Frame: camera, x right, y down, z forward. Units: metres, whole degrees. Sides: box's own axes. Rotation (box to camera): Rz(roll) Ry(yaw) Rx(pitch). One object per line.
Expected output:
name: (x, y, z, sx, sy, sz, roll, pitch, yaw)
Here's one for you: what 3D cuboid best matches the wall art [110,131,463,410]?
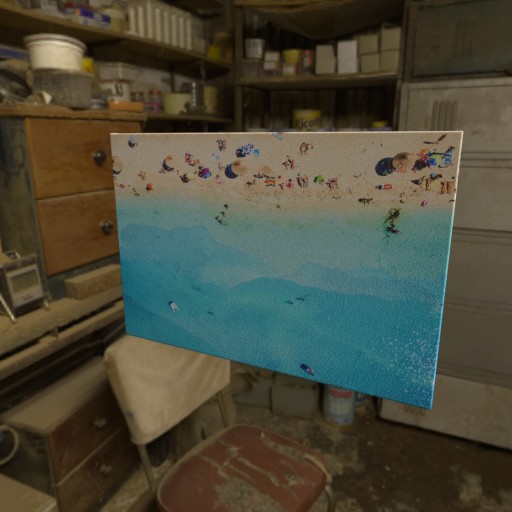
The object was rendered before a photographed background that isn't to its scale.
wall art: (0.000, 0.000, 1.432, 1.136, 0.769, 0.040, 7, 16, 26)
